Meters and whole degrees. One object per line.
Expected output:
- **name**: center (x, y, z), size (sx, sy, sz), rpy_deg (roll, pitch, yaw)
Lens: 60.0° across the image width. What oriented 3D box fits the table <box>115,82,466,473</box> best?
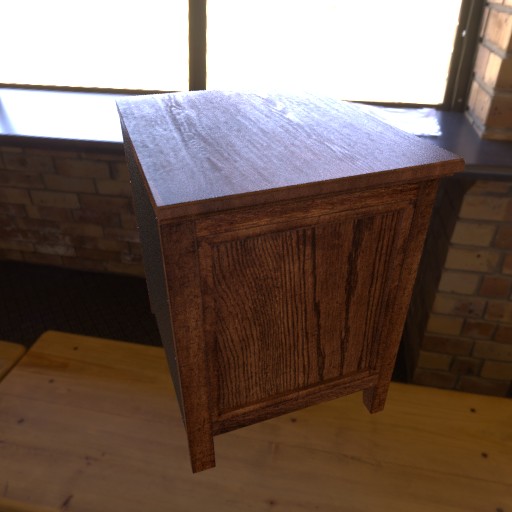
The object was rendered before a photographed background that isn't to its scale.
- **table**: center (0.000, 0.000, 0.989), size (0.461, 0.597, 0.586), rpy_deg (-11, 34, -17)
